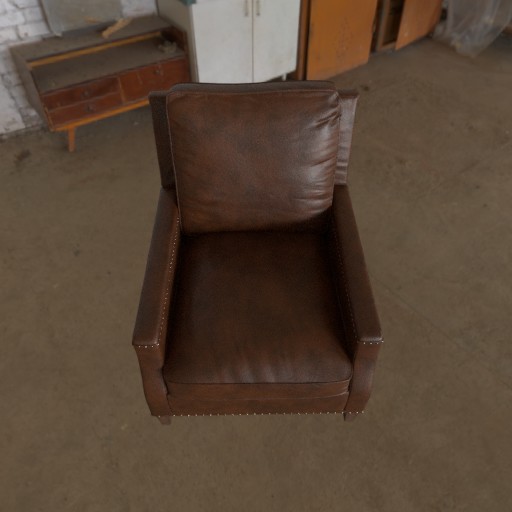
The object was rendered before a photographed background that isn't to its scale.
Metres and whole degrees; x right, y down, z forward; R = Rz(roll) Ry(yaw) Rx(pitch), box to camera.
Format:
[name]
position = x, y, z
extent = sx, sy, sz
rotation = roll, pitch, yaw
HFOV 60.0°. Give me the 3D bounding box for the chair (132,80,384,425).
[chair]
position = 0.000, 0.000, 1.789
extent = 0.854, 1.054, 1.035
rotation = -1, 47, -1
